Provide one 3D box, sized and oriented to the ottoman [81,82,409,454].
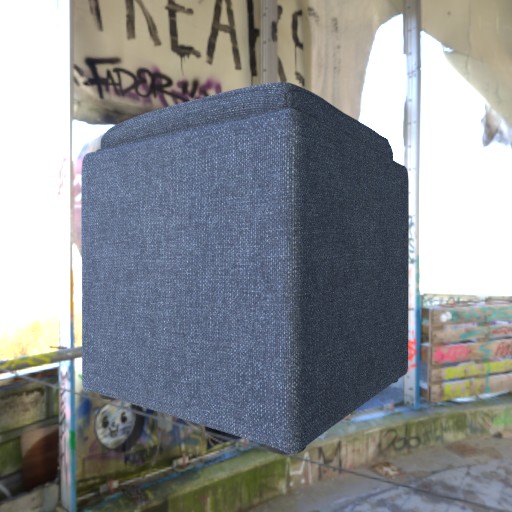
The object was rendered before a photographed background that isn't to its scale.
[{"bbox_3d":[0.000,0.000,0.830,0.436,0.493,0.454,0,1,36],"label":"ottoman"}]
